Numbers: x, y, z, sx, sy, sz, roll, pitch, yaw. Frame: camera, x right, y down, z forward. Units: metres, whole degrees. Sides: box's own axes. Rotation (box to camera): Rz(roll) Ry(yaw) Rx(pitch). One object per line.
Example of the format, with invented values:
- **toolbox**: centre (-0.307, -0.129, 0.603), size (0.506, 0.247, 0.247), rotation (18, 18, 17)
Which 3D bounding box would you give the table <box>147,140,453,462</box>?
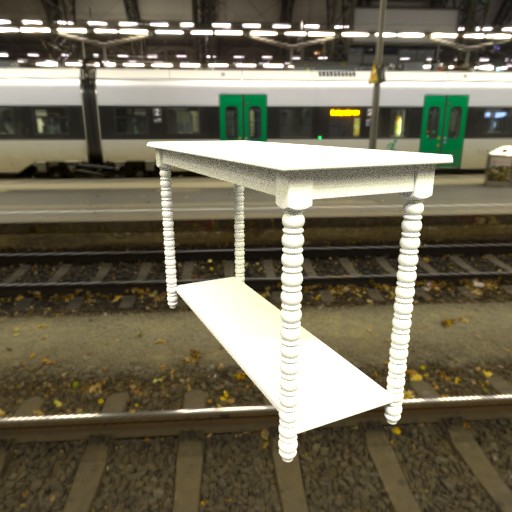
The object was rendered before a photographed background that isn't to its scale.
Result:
- **table**: centre (0.000, 0.000, 1.543), size (0.459, 0.740, 1.184), rotation (-8, 18, -24)
